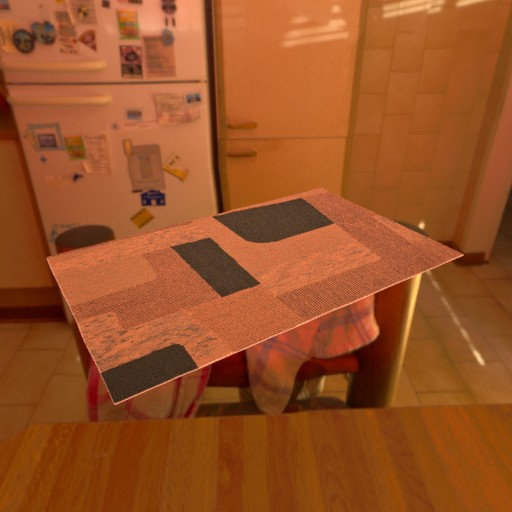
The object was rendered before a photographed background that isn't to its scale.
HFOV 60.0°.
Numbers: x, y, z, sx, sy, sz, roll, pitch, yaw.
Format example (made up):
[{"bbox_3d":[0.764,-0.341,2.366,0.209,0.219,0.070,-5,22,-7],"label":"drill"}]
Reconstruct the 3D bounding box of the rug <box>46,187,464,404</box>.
[{"bbox_3d":[0.000,0.000,3.042,2.436,0.015,1.521,-18,34,-28],"label":"rug"}]
